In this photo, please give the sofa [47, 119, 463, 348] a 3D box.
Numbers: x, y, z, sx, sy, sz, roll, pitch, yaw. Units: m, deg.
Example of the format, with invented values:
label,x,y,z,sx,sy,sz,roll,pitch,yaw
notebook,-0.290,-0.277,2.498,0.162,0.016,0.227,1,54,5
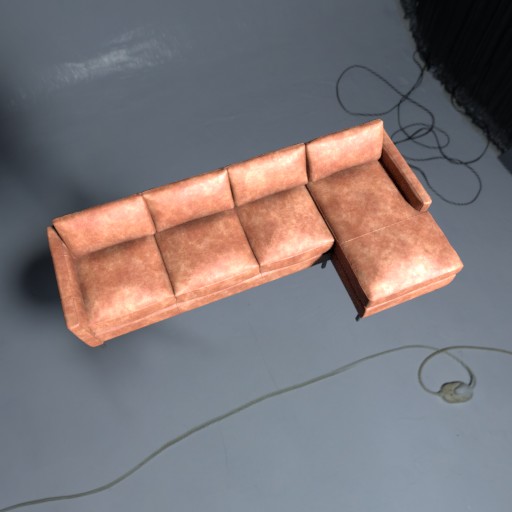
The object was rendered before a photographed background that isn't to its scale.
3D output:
label,x,y,z,sx,sy,sz,roll,pitch,yaw
sofa,0.000,0.000,3.601,2.993,0.859,1.471,-19,64,-10
